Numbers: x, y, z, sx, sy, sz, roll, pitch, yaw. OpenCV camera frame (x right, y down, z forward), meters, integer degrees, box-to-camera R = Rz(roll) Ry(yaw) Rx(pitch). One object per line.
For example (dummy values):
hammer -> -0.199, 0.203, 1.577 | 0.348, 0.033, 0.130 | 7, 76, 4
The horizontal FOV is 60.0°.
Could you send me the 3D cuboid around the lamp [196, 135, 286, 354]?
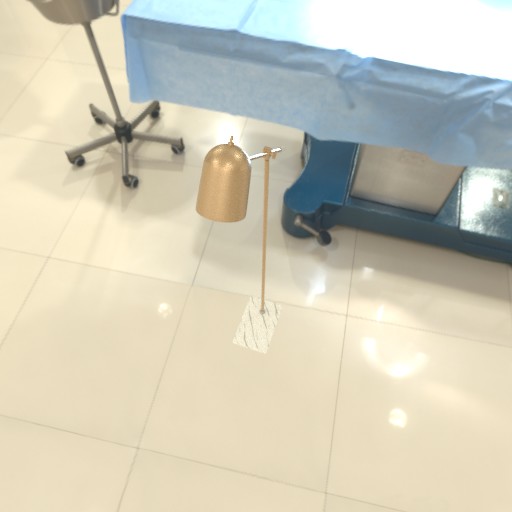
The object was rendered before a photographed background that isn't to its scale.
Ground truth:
lamp -> 0.000, 0.000, 1.796 | 0.194, 1.594, 0.653 | 16, 60, 10
